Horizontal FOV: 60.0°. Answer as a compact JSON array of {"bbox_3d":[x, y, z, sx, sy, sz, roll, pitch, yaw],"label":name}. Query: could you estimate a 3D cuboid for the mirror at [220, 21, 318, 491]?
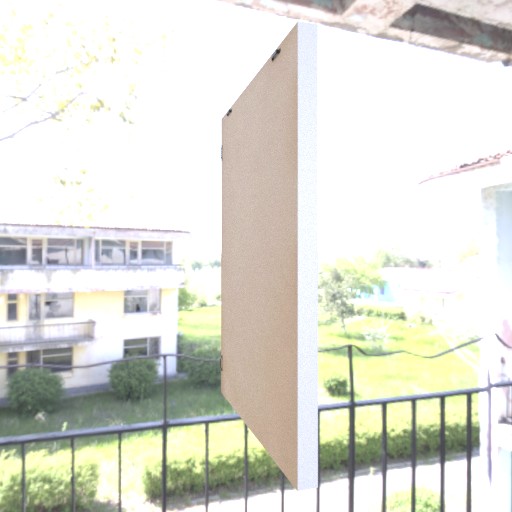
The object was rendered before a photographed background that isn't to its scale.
[{"bbox_3d":[0.000,0.000,0.915,0.039,0.710,0.507,0,0,-18],"label":"mirror"}]
